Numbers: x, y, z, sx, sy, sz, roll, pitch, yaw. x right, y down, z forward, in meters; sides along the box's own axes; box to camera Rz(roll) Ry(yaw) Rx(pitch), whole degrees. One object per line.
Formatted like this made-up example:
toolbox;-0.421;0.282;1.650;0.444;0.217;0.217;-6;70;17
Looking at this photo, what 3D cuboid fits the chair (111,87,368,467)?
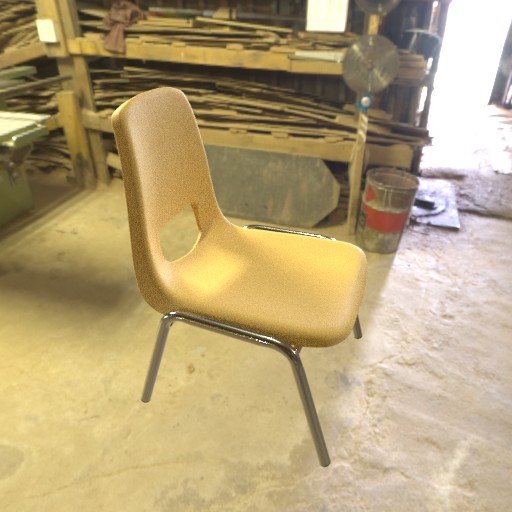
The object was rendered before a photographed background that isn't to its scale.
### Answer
chair;0.000;0.000;0.787;0.385;0.536;0.354;11;32;18
